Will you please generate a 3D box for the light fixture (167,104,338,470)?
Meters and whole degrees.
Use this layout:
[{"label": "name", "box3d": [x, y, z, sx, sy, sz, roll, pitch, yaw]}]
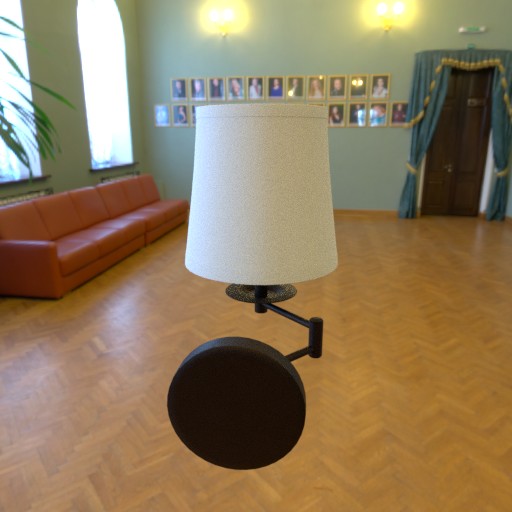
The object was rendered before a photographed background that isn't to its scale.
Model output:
[{"label": "light fixture", "box3d": [0.000, 0.000, 0.266, 0.100, 0.172, 0.157, 2, 15, 7]}]
